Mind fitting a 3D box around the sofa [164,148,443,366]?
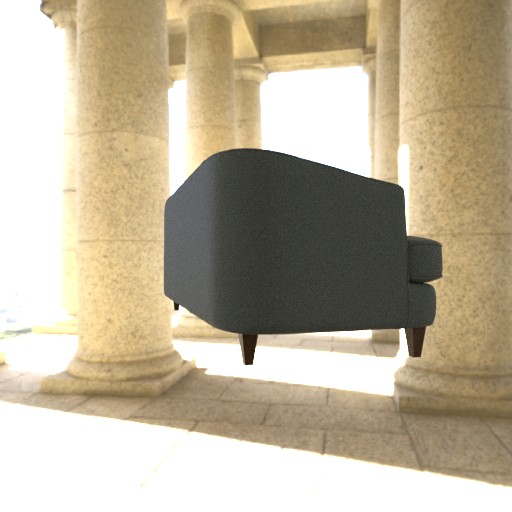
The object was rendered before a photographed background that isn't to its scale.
[{"bbox_3d":[0.000,0.000,2.746,0.941,0.855,2.278,0,-1,-18],"label":"sofa"}]
